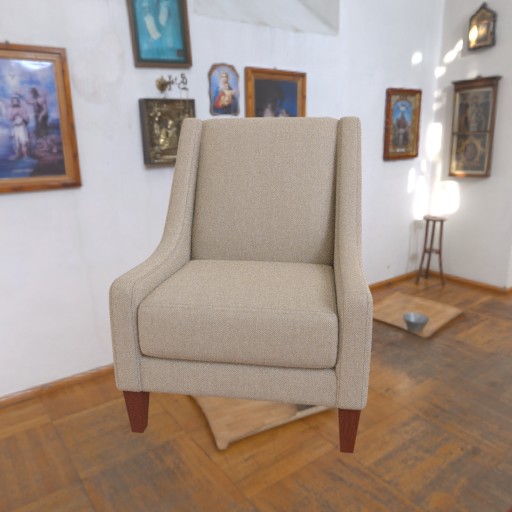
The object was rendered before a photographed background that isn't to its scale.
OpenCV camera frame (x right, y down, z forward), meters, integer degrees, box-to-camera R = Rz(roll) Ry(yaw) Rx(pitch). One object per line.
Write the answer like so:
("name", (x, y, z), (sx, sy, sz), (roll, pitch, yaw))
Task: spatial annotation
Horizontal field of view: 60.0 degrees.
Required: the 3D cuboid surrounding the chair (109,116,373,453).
("chair", (0.000, 0.000, 1.619), (0.774, 1.014, 0.870), (2, 14, 8))
